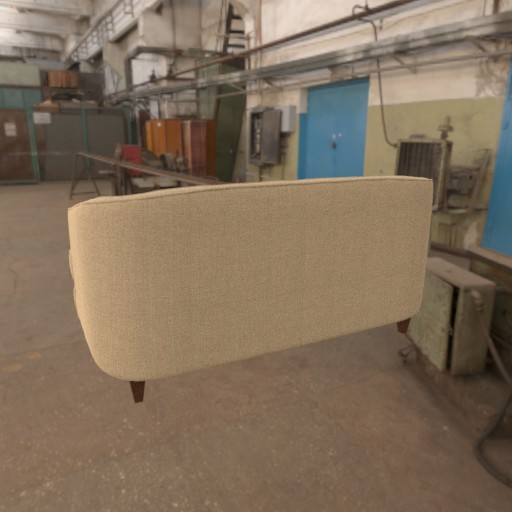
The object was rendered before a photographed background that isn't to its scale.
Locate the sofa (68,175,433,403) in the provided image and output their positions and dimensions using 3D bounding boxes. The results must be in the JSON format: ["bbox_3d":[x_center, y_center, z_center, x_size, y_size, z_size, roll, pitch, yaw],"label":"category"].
[{"bbox_3d":[0.000,0.000,2.282,1.733,0.855,0.941,-8,17,-26],"label":"sofa"}]
